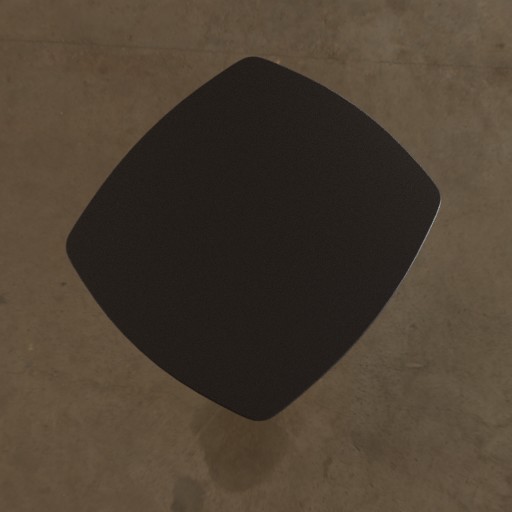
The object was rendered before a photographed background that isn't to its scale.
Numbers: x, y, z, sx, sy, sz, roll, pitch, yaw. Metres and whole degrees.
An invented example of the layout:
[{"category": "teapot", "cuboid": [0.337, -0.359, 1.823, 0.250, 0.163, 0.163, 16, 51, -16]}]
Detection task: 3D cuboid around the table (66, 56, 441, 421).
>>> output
[{"category": "table", "cuboid": [0.000, 0.000, 0.891, 0.457, 0.457, 0.508, 39, 79, 9]}]
